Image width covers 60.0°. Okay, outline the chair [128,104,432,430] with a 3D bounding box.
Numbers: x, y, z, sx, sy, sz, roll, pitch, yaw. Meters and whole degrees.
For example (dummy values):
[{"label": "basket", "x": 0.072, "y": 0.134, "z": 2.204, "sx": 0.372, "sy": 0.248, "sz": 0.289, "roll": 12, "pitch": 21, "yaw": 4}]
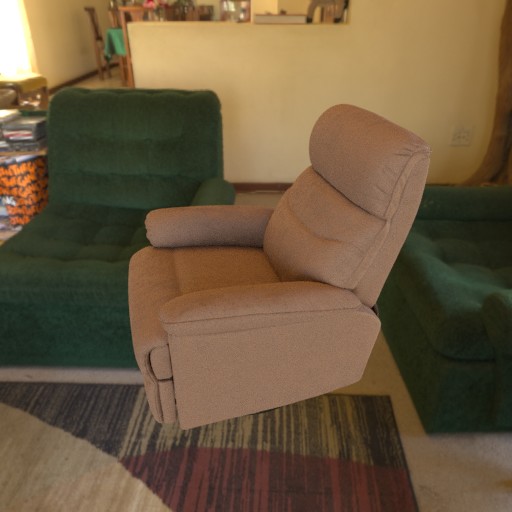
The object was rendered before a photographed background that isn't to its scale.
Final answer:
[{"label": "chair", "x": 0.000, "y": 0.000, "z": 1.732, "sx": 1.004, "sy": 1.037, "sz": 0.820, "roll": -8, "pitch": 31, "yaw": -13}]
